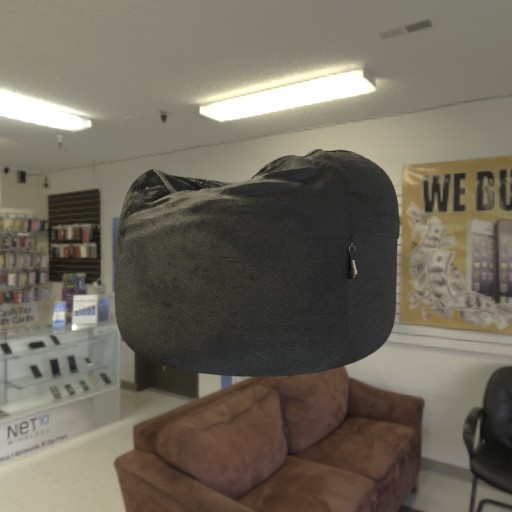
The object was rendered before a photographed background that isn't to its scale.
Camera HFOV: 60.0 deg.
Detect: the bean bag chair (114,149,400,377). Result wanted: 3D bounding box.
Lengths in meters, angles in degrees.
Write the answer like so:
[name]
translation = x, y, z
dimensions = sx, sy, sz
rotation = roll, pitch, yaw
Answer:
[bean bag chair]
translation = 0.000, 0.000, 1.479
dimensions = 0.918, 0.605, 0.918
rotation = 0, 1, 0
